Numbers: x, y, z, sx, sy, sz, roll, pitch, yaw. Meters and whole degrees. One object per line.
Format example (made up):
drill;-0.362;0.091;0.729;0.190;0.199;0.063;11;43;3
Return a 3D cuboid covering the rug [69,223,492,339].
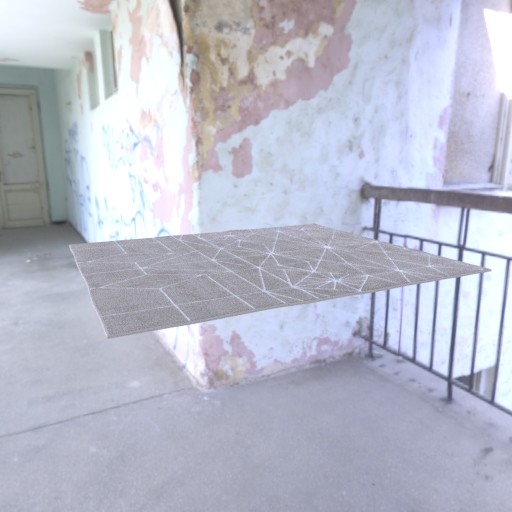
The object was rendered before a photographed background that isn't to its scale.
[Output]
rug;0.000;0.000;0.864;0.639;0.006;0.548;-7;15;-26
